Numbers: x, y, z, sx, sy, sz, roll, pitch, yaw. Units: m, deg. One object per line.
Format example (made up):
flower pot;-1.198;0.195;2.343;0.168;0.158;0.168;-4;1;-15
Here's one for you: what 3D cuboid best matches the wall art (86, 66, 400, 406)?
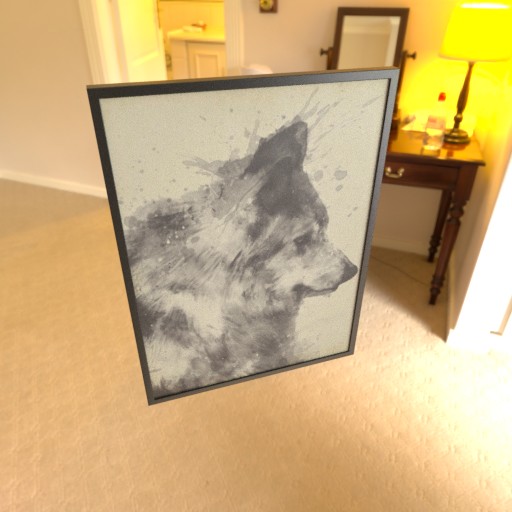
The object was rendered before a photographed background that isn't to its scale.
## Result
wall art;0.000;0.000;1.387;0.804;1.061;0.039;-10;34;-15
